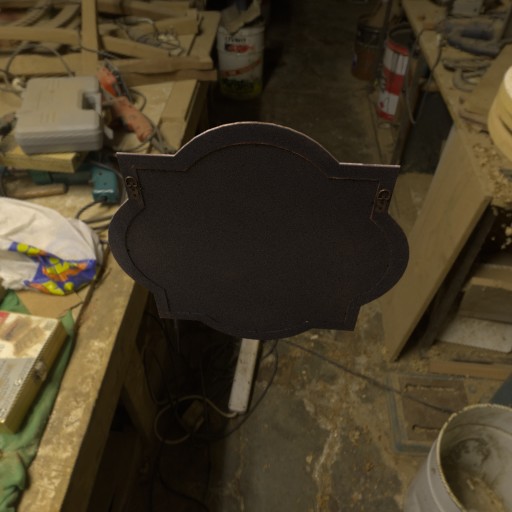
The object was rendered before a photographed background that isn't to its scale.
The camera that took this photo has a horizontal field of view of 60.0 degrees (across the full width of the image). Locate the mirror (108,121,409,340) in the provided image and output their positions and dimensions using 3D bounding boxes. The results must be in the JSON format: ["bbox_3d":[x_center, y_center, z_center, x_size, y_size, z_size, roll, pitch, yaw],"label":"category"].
[{"bbox_3d":[0.000,0.000,1.053,0.686,0.686,0.019,3,47,3],"label":"mirror"}]
